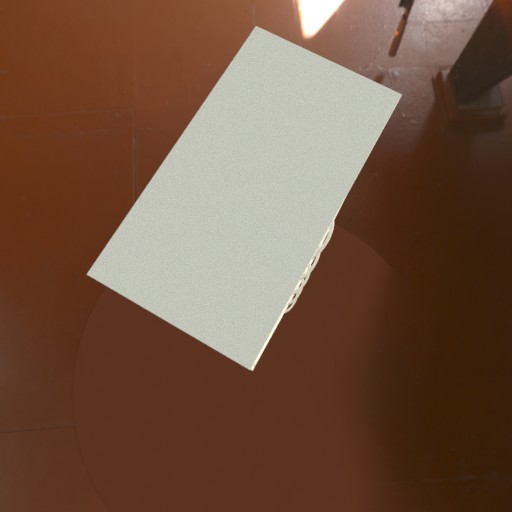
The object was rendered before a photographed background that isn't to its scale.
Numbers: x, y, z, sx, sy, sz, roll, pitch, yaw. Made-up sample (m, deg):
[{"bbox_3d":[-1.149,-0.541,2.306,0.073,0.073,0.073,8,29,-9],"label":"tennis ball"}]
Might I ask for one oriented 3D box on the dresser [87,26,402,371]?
[{"bbox_3d":[0.000,0.000,1.566,0.399,1.255,0.704,29,77,7],"label":"dresser"}]
